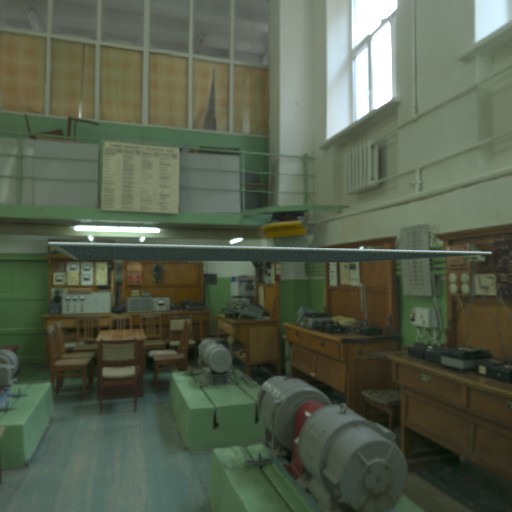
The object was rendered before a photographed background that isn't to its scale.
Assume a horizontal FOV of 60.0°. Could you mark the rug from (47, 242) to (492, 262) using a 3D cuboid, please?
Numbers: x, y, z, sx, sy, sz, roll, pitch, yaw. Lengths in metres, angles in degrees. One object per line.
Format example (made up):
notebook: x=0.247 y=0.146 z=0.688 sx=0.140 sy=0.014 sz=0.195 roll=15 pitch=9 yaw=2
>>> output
rug: x=0.000 y=0.000 z=2.806 sx=2.244 sy=0.017 sz=1.532 roll=1 pitch=-3 yaw=-19
